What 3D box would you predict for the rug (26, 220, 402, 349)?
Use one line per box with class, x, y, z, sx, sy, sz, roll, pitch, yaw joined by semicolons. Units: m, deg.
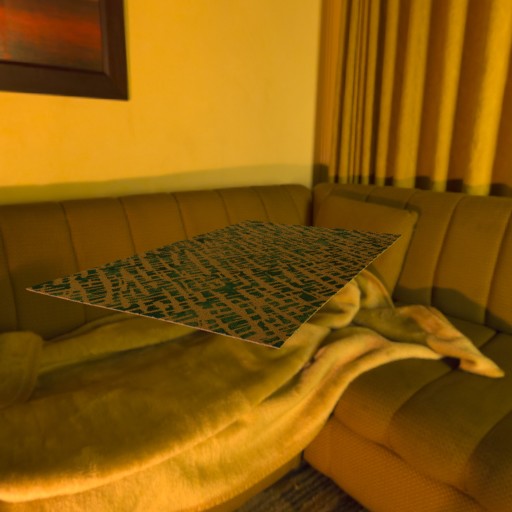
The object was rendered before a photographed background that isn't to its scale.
rug;0.000;0.000;3.092;1.520;0.011;2.447;8;16;27
